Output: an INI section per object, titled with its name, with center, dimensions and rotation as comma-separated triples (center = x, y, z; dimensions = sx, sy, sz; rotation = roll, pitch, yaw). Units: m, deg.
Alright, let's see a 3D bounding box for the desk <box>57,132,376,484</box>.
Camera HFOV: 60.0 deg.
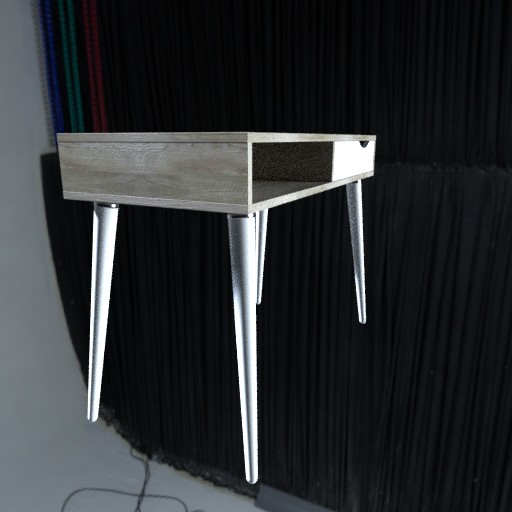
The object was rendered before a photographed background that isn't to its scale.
[desk]
center = 0.000, 0.000, 1.371
dimensions = 0.491, 0.723, 0.979
rotation = 7, 17, 26
